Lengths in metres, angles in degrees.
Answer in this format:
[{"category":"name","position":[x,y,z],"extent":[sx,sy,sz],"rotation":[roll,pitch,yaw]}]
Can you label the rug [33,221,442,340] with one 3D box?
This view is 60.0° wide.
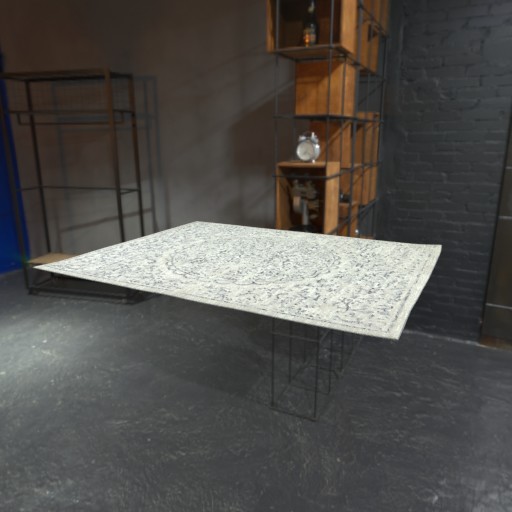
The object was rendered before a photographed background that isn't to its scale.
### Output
[{"category":"rug","position":[0.000,0.000,3.993],"extent":[2.925,0.026,2.343],"rotation":[8,17,27]}]
